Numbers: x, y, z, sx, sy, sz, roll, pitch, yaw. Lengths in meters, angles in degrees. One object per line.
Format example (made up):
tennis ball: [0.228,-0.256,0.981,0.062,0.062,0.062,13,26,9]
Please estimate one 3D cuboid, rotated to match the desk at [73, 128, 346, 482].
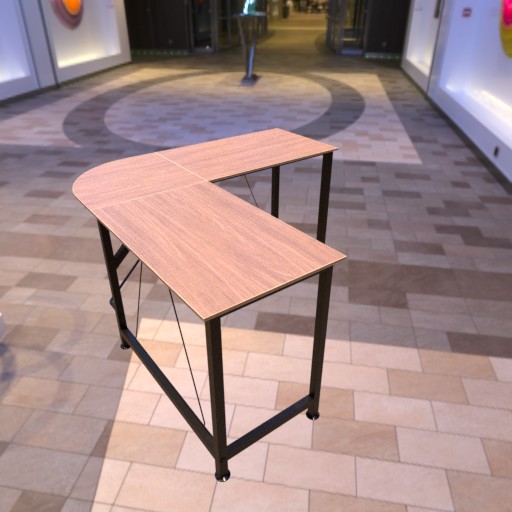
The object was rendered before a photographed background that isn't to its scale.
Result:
desk: [0.000,0.000,2.198,1.400,0.762,1.400,-21,36,-31]
